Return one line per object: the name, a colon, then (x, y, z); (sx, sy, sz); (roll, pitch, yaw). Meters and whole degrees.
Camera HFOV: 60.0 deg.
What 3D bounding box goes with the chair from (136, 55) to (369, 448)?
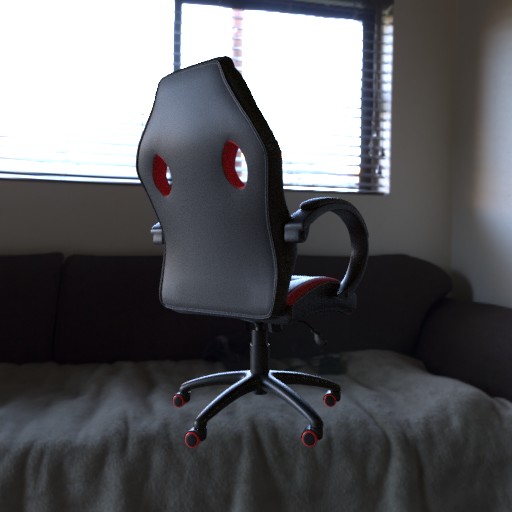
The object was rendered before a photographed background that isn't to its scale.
chair: (0.000, 0.000, 1.632); (0.673, 1.187, 0.724); (1, 1, 36)
